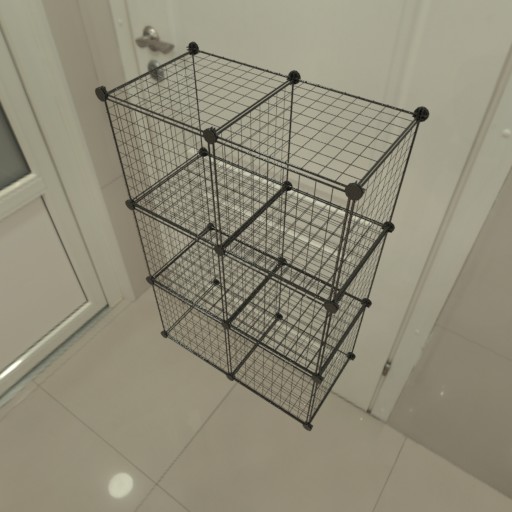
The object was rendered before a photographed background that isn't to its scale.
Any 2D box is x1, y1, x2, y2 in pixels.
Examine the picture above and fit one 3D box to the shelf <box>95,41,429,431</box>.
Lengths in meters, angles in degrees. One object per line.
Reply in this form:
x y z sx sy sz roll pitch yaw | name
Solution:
0.000 0.000 1.418 0.711 1.067 0.356 26 51 23 | shelf
